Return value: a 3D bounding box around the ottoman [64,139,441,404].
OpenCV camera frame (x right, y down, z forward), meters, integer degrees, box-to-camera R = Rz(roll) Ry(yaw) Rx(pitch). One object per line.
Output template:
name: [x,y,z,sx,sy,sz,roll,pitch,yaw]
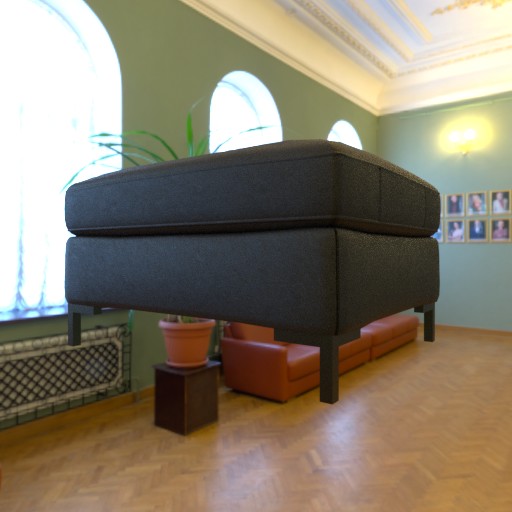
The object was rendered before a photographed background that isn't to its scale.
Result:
ottoman: [0.000,0.000,1.768,1.187,0.696,0.967,0,1,36]
